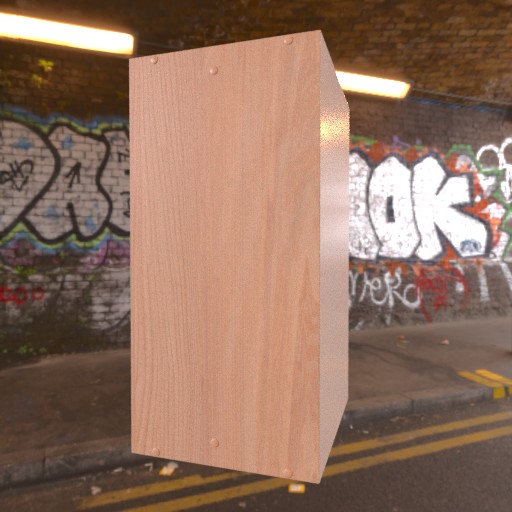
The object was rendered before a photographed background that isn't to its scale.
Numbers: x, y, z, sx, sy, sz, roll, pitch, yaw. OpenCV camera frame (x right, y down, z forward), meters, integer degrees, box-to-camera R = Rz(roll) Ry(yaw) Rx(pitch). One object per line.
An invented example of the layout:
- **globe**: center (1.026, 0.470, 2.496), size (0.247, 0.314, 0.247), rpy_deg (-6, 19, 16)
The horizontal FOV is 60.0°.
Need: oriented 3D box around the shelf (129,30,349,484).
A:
- **shelf**: center (0.000, 0.000, 0.795), size (0.290, 0.600, 0.350), rpy_deg (0, 1, 18)
